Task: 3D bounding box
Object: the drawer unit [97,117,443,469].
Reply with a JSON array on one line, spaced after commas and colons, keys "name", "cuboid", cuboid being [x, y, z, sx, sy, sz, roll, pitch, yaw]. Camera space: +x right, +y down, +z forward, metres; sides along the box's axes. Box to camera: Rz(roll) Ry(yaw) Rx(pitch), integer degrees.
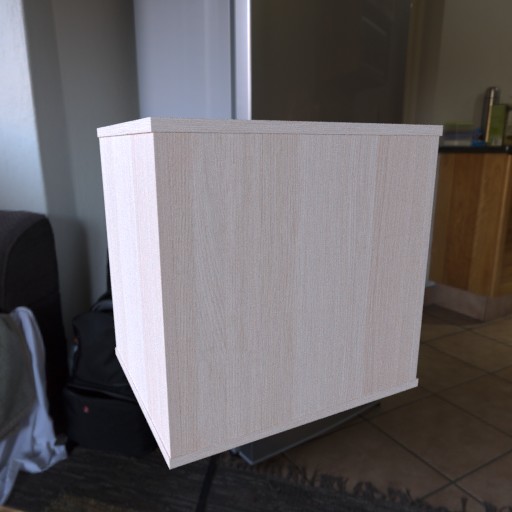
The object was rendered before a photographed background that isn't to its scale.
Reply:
[{"name": "drawer unit", "cuboid": [0.000, 0.000, 0.613, 0.349, 0.344, 0.290, -7, 16, -27]}]
